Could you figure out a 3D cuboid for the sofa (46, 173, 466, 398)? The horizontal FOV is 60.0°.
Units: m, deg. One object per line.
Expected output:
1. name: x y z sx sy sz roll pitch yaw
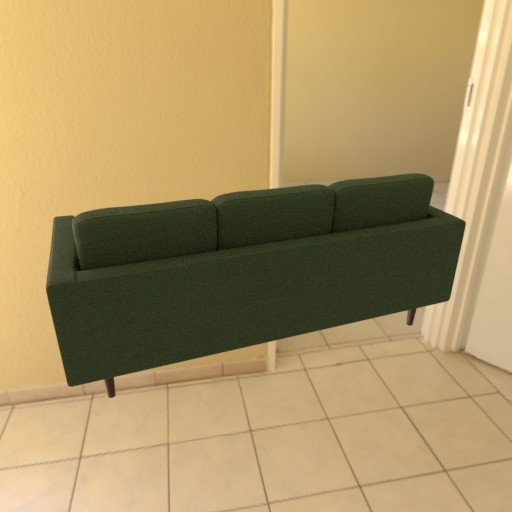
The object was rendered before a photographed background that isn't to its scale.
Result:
1. sofa: 0.000 0.000 2.461 2.029 0.899 0.879 -9 27 -19
